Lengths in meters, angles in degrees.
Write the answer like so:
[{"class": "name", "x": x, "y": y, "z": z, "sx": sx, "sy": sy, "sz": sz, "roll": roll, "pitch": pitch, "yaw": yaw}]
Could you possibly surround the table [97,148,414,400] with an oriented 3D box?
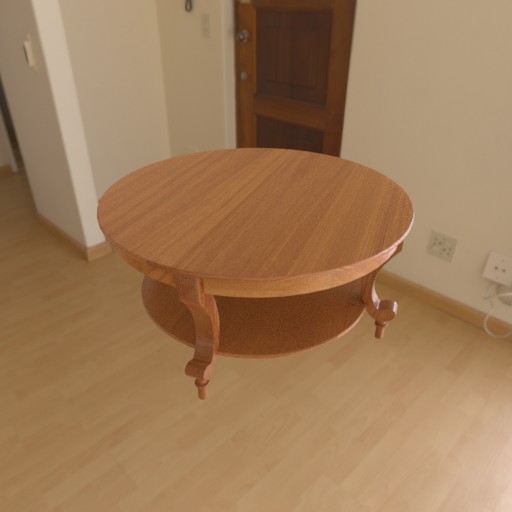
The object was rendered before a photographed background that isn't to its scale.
[{"class": "table", "x": 0.000, "y": 0.000, "z": 1.618, "sx": 1.029, "sy": 0.490, "sz": 1.029, "roll": 0, "pitch": 31, "yaw": 0}]
